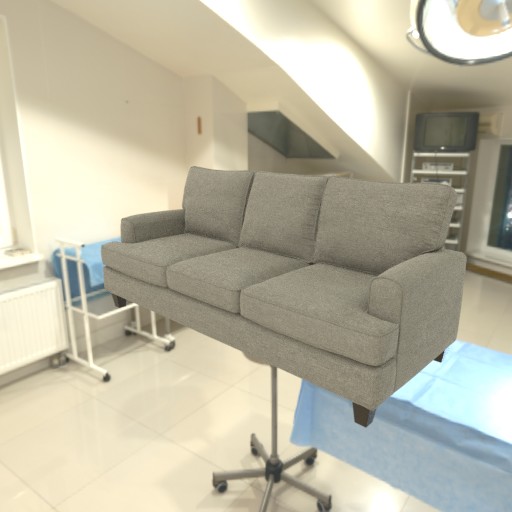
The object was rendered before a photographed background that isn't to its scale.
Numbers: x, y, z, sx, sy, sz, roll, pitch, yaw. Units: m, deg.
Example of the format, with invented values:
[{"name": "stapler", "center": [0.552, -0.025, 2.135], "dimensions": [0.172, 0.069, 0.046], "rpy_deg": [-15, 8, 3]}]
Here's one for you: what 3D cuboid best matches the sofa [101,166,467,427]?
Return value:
[{"name": "sofa", "center": [0.000, 0.000, 2.688], "dimensions": [2.158, 0.965, 0.951], "rpy_deg": [14, 20, 41]}]
